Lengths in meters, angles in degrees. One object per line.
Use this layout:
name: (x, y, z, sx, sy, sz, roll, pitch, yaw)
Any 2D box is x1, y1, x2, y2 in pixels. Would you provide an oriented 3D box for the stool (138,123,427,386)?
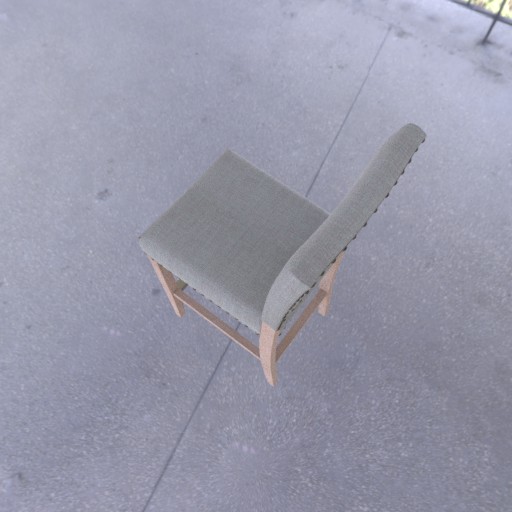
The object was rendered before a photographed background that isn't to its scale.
stool: (0.000, 0.000, 1.432, 0.585, 1.173, 0.445, 35, 69, 15)
